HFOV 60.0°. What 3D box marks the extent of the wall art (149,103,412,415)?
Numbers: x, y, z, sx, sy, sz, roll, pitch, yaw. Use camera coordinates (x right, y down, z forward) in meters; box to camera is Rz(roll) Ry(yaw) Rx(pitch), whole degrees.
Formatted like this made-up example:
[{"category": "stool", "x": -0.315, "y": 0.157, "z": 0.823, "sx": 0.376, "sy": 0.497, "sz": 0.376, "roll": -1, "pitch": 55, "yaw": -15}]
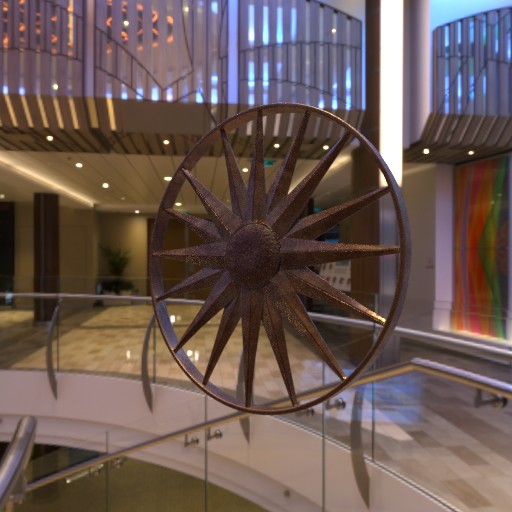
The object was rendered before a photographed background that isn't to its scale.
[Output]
[{"category": "wall art", "x": 0.000, "y": 0.000, "z": 0.853, "sx": 0.582, "sy": 0.583, "sz": 0.084, "roll": 0, "pitch": 0, "yaw": 36}]
